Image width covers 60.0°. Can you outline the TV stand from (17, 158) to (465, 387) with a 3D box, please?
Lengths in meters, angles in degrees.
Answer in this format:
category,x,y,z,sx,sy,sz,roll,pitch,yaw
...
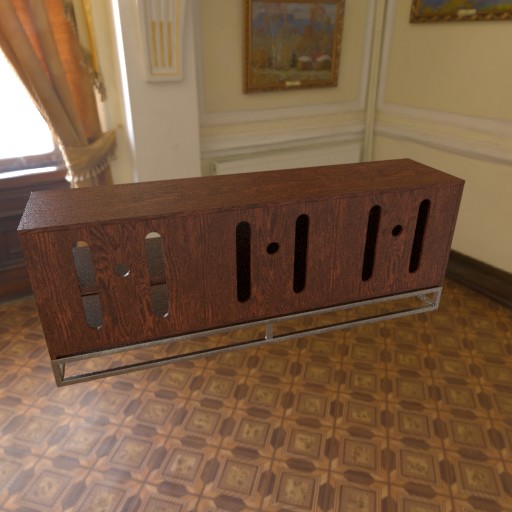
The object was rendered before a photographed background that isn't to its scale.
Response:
category,x,y,z,sx,sy,sz,roll,pitch,yaw
TV stand,0.000,0.000,1.748,1.541,0.578,0.382,-8,28,-16
